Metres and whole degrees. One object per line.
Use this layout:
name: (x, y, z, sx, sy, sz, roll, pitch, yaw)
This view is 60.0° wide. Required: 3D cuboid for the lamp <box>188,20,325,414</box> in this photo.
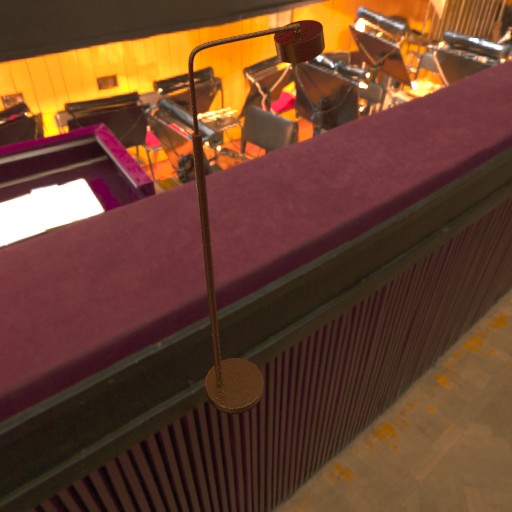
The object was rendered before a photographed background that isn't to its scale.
lamp: (0.000, 0.000, 1.340, 0.418, 1.230, 0.219, -25, 46, -26)
